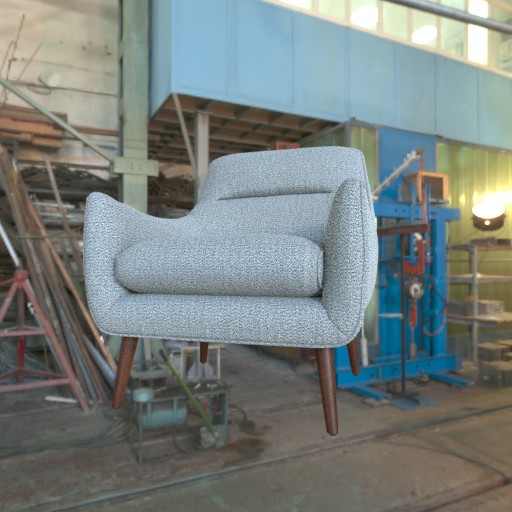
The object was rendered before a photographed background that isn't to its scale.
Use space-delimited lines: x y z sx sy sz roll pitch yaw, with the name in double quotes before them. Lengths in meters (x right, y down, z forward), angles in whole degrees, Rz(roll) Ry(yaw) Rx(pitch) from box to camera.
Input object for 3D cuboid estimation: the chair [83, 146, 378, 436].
"chair" 0.000 0.000 1.436 0.762 0.838 0.787 0 -1 18
